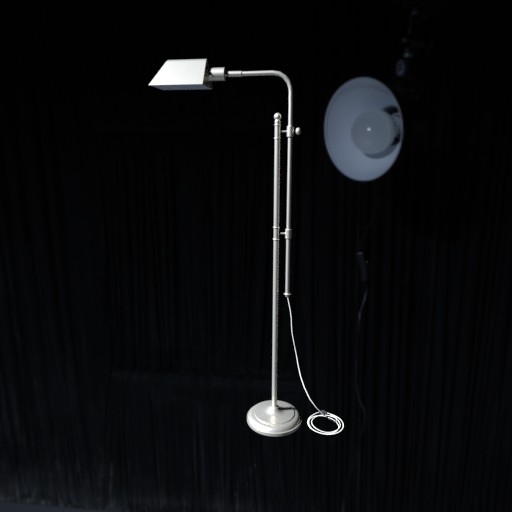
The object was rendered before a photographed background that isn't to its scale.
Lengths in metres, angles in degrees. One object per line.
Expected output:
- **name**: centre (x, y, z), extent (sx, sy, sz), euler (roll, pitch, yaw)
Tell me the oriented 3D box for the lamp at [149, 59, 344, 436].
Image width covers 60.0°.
- **lamp**: centre (0.000, 0.000, 1.896), extent (0.813, 1.571, 0.256), euler (2, 14, 8)
